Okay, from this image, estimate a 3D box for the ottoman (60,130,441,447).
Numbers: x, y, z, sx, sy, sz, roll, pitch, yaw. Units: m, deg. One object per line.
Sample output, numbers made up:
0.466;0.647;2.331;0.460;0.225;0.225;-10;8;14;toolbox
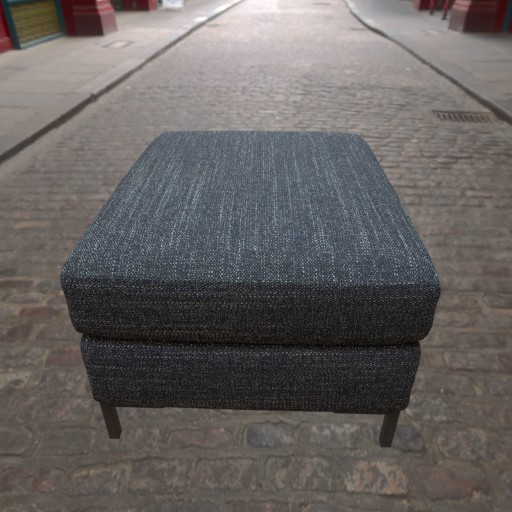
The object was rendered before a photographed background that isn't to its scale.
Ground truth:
0.000;0.000;1.164;0.667;0.491;0.814;1;33;2;ottoman
